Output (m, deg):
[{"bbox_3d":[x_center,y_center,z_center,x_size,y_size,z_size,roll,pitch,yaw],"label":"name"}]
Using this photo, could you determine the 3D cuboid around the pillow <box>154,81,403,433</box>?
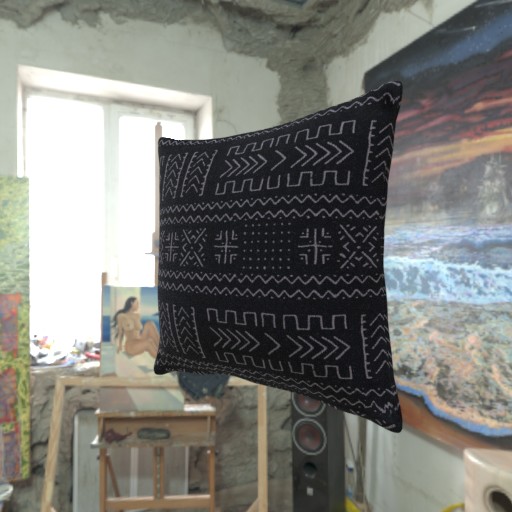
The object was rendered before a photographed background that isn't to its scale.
[{"bbox_3d":[0.000,0.000,0.664,0.438,0.430,0.164,0,0,36],"label":"pillow"}]
